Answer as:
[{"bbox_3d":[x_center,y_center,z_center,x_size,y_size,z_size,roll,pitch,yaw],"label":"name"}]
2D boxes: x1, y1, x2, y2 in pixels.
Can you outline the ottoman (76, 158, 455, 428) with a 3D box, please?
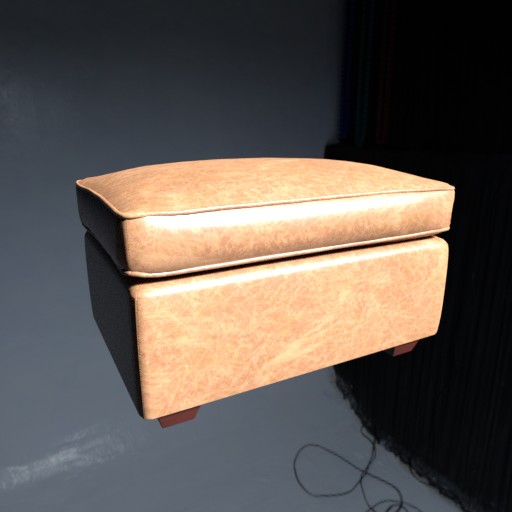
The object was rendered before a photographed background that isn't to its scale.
[{"bbox_3d":[0.000,0.000,1.095,0.756,0.468,0.554,-8,18,-27],"label":"ottoman"}]
